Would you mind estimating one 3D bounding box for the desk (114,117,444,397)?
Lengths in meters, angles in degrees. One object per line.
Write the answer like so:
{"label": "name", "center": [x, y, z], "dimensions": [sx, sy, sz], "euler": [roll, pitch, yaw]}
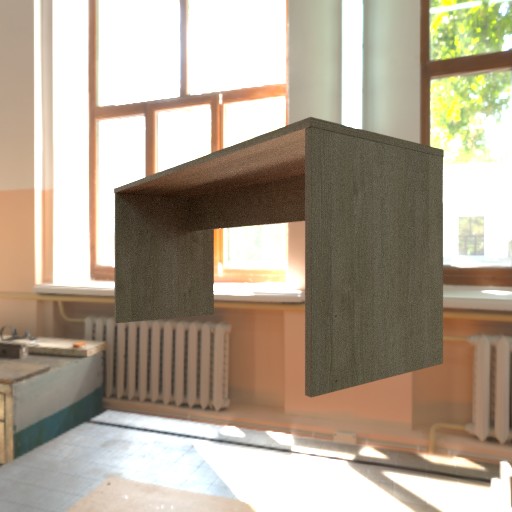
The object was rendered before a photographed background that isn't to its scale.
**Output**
{"label": "desk", "center": [0.000, 0.000, 2.067], "dimensions": [0.802, 0.752, 1.600], "euler": [0, 0, -36]}
